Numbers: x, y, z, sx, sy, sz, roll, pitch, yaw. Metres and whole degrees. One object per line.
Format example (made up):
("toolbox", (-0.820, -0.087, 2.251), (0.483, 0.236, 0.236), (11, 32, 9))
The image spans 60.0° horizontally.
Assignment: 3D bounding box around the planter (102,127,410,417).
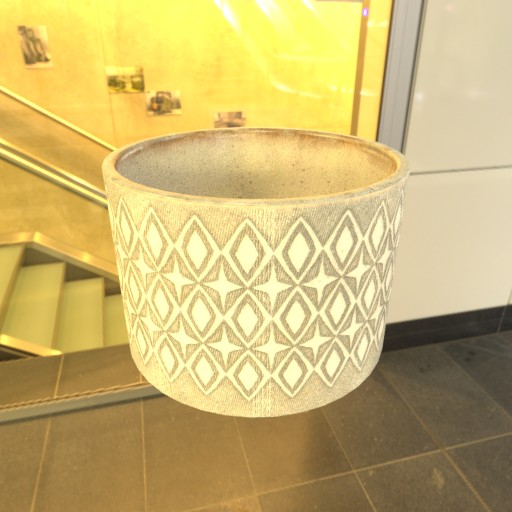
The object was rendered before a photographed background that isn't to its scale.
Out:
("planter", (0.000, 0.000, 0.311), (0.186, 0.144, 0.186), (0, 26, 0))
